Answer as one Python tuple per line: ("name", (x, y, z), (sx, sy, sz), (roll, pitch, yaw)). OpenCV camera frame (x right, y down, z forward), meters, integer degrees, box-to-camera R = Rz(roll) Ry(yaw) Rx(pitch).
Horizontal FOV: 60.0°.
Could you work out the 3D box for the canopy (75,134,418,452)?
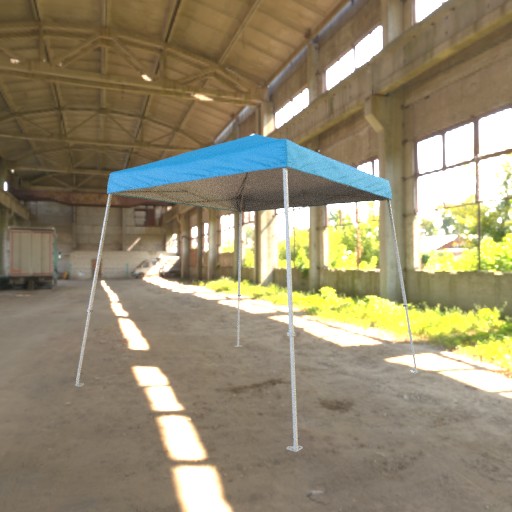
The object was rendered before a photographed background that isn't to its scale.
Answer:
("canopy", (0.000, 0.000, 6.546), (3.599, 3.600, 3.600), (0, -1, 37))
